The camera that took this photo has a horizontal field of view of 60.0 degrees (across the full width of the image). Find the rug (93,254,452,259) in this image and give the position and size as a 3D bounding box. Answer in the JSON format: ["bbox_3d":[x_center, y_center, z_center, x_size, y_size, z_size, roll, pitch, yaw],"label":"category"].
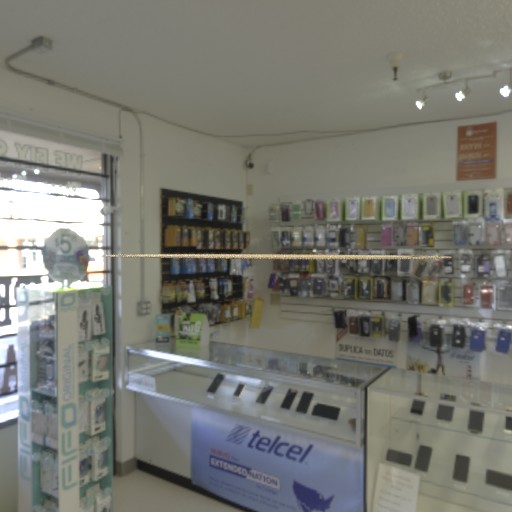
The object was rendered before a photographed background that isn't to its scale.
[{"bbox_3d":[0.000,0.000,2.988,2.432,0.006,1.520,1,1,35],"label":"rug"}]
